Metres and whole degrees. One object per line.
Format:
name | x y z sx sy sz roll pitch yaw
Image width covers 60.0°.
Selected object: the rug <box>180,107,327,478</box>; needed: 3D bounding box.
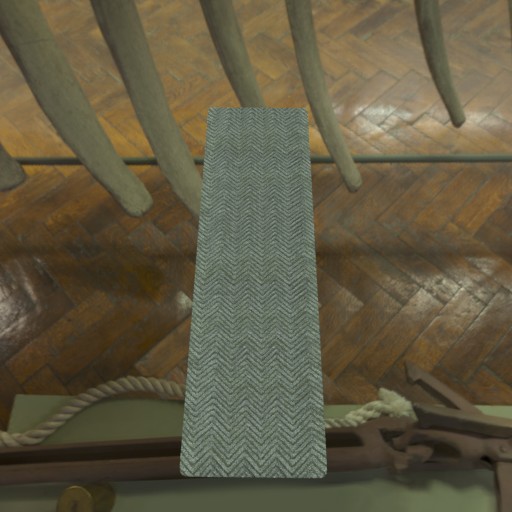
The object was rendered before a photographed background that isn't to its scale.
rug | 0.000 0.000 2.559 0.686 0.008 2.286 1 64 0
